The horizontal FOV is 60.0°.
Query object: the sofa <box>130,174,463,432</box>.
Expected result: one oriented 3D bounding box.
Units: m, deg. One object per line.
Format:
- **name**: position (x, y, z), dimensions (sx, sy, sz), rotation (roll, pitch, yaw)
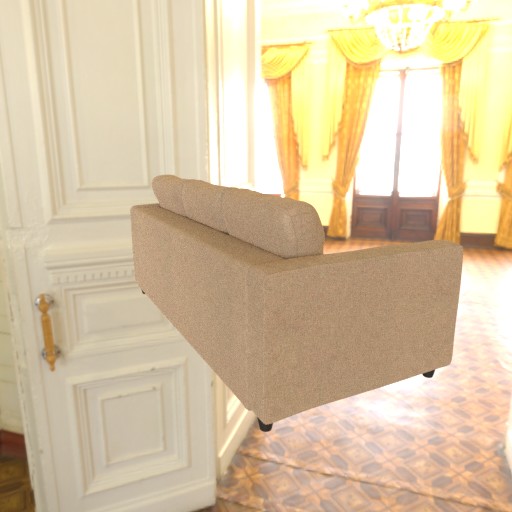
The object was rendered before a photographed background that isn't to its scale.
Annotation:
- **sofa**: position (0.000, 0.000, 2.393), dimensions (0.930, 0.800, 1.855), rotation (-7, 15, -27)
